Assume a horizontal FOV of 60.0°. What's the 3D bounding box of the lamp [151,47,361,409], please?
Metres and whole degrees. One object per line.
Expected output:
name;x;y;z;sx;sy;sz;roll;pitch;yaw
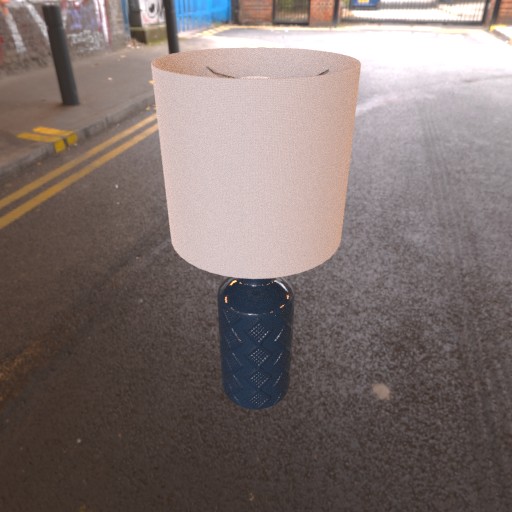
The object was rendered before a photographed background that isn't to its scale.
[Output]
lamp;0.000;0.000;0.565;0.207;0.461;0.207;-20;37;-29
